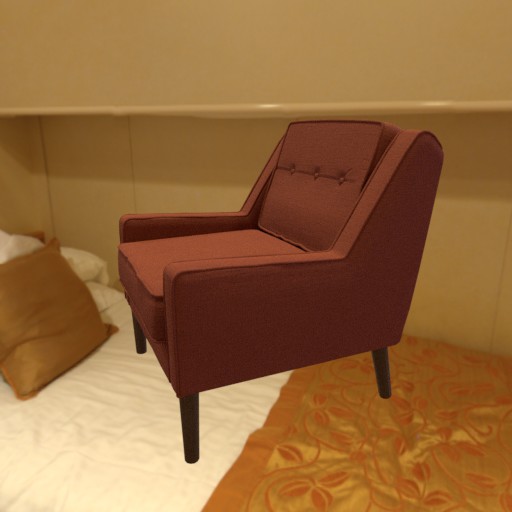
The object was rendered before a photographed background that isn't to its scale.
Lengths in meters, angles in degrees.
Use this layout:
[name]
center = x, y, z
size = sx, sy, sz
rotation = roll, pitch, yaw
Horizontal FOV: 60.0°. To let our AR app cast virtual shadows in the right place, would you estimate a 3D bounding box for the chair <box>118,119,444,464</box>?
[chair]
center = 0.000, 0.000, 1.372
size = 0.770, 0.812, 0.680
rotation = -8, 18, -24
